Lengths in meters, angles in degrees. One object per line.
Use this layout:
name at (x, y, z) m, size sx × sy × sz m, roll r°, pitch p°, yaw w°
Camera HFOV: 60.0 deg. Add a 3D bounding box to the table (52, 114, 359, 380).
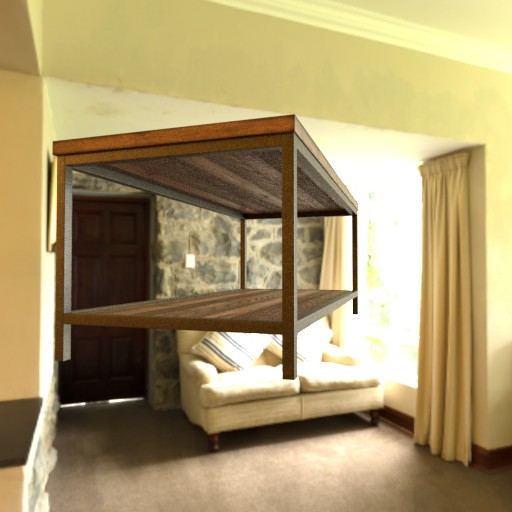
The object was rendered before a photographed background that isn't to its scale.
table at (0.000, 0.000, 1.201) m, size 0.452 × 0.399 × 0.990 m, roll 0°, pitch -2°, yaw 18°
